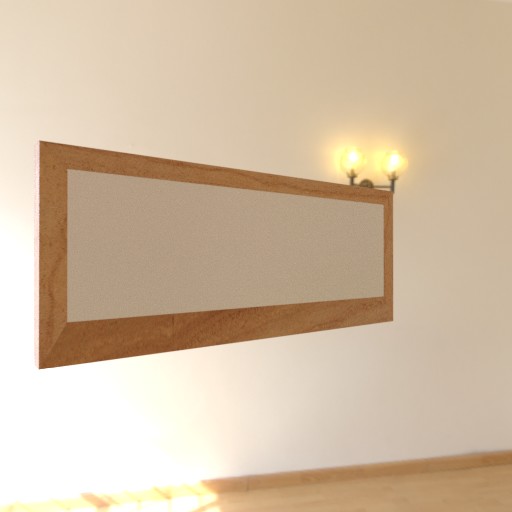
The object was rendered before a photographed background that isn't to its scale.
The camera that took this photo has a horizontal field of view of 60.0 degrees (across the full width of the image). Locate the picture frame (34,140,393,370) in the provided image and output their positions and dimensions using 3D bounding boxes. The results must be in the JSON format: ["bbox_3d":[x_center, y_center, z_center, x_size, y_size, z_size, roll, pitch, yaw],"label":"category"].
[{"bbox_3d":[0.000,0.000,0.642,0.582,0.234,0.045,0,0,-37],"label":"picture frame"}]
